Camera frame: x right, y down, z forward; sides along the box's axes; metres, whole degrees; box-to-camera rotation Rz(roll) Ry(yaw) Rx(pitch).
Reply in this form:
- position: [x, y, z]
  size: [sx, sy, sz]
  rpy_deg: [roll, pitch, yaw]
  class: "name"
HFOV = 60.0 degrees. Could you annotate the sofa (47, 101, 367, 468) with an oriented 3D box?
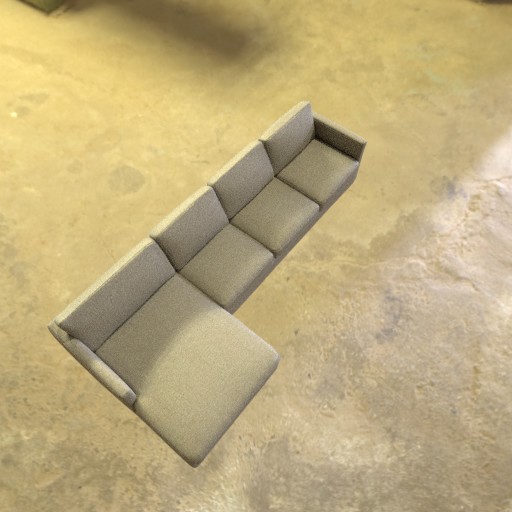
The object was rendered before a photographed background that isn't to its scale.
- position: [0.000, 0.000, 3.893]
  size: [1.502, 0.876, 3.201]
  rpy_deg: [35, 65, 19]
  class: "sofa"
